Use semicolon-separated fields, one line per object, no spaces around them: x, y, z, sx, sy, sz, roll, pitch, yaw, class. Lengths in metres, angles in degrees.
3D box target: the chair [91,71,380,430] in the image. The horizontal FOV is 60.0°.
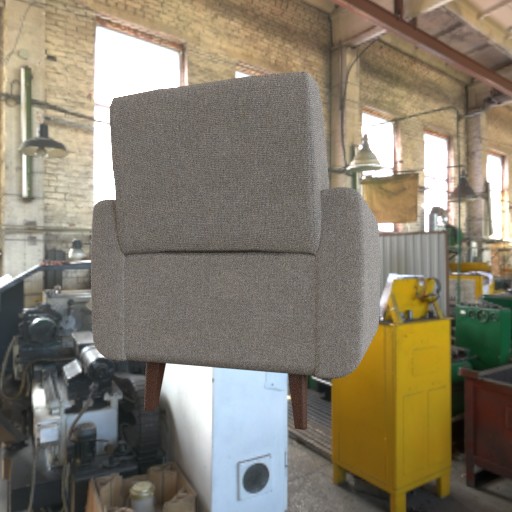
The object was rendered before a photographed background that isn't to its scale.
0.000;0.000;1.631;0.845;0.968;0.942;0;0;18;chair
